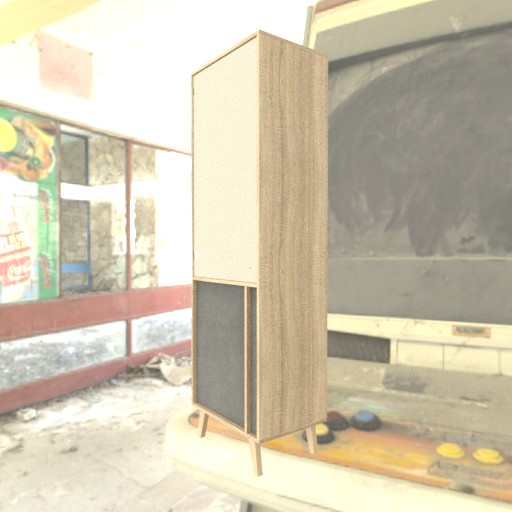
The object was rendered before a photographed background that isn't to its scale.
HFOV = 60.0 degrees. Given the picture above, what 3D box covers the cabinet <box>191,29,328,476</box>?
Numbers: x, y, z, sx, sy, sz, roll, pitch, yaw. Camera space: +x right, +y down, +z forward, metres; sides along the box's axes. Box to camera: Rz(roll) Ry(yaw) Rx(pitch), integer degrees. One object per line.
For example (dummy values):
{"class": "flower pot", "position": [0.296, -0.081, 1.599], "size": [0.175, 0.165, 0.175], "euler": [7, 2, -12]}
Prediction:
{"class": "cabinet", "position": [0.000, 0.000, 2.159], "size": [0.400, 1.850, 0.570], "euler": [-1, 1, -37]}
